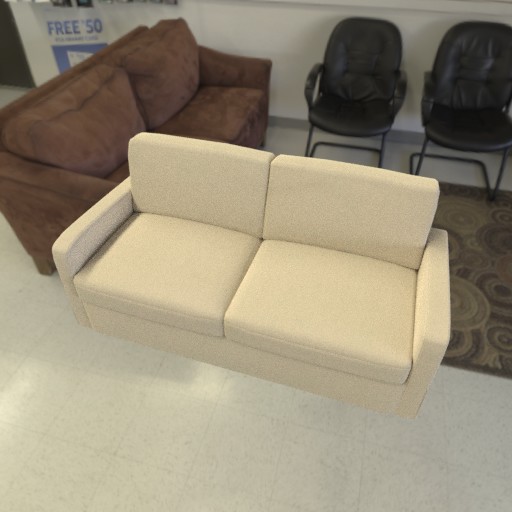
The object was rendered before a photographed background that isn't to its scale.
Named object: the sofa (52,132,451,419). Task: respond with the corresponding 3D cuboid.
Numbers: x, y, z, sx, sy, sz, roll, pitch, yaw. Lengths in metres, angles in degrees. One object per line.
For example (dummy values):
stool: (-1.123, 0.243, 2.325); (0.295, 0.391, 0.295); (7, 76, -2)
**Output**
sofa: (0.000, 0.000, 2.256); (1.808, 0.831, 0.894); (12, 43, 13)
